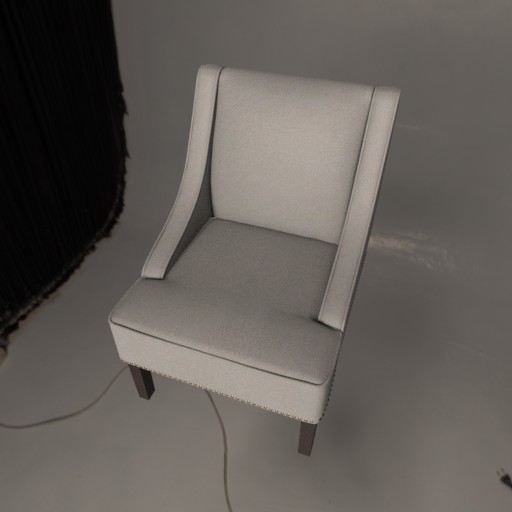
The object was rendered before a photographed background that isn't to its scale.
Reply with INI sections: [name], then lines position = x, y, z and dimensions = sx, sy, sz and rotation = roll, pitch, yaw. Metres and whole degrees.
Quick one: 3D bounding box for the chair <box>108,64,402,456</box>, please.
[chair]
position = 0.000, 0.000, 1.362
dimensions = 0.631, 0.867, 0.747
rotation = 13, 43, 15
